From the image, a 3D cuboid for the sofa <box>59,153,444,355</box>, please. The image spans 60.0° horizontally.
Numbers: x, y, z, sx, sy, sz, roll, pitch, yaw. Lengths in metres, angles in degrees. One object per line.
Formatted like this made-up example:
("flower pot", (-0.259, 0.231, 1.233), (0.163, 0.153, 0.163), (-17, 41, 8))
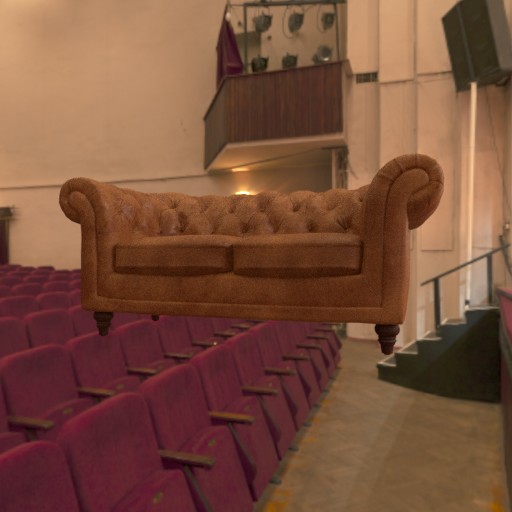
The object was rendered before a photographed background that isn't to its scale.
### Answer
("sofa", (0.000, 0.000, 2.585), (1.979, 0.877, 1.042), (0, 0, 18))
